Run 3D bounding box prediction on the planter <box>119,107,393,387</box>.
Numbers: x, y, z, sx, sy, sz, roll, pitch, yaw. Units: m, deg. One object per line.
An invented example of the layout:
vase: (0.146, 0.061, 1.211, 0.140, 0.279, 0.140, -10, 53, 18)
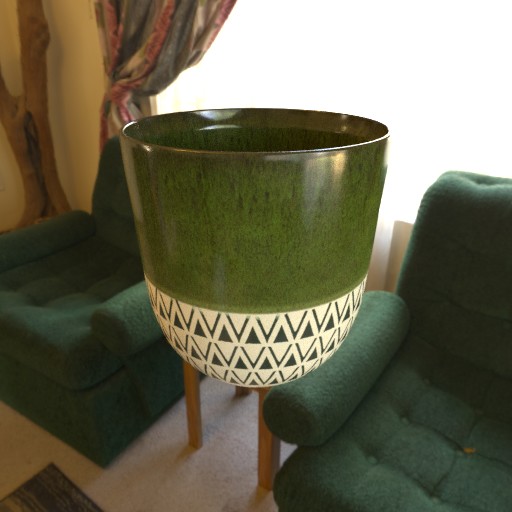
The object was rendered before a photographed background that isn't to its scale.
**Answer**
planter: (0.000, 0.000, 0.468, 0.245, 0.270, 0.245, 0, 25, 0)
